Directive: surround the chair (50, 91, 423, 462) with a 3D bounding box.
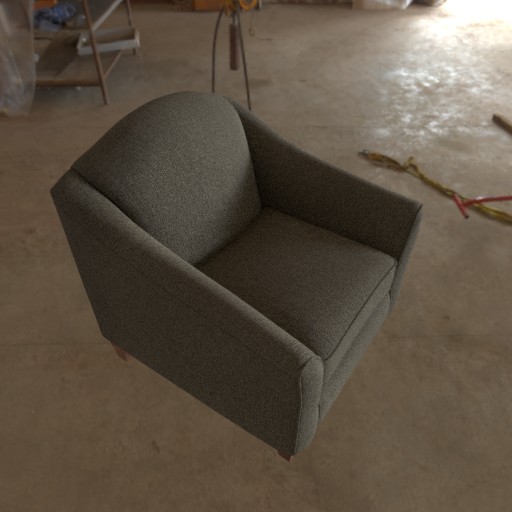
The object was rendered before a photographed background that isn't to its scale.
[{"bbox_3d":[0.000,0.000,1.389,0.787,0.839,0.763,25,47,26],"label":"chair"}]
